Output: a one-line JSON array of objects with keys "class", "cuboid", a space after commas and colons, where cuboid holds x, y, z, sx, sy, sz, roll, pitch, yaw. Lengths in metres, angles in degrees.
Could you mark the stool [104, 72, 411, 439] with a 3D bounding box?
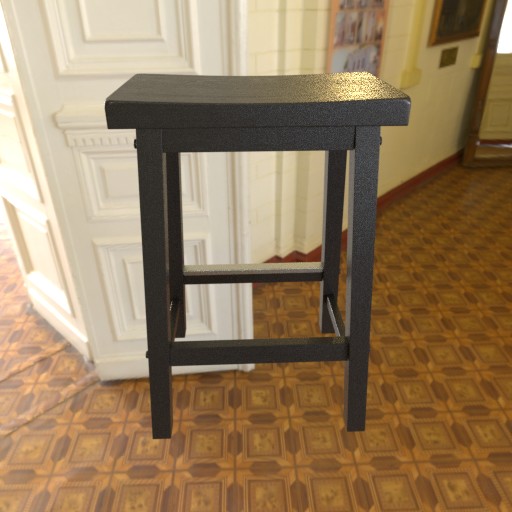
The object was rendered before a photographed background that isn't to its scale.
[{"class": "stool", "cuboid": [0.000, 0.000, 0.830, 0.406, 0.610, 0.322, -1, 31, -2]}]
